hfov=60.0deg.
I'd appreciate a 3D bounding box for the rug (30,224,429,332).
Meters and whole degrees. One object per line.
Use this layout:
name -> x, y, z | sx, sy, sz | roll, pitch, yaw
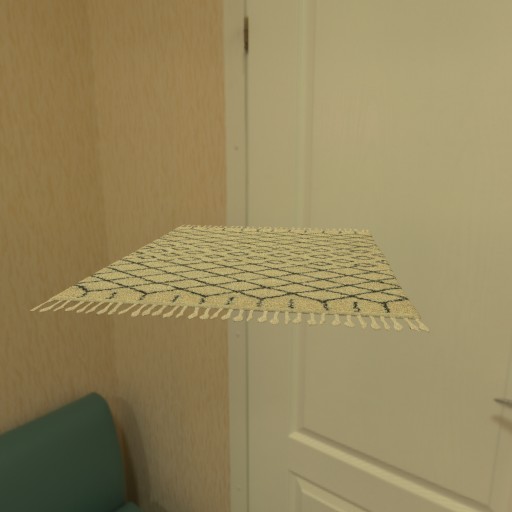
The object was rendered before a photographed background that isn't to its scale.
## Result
rug -> 0.000, 0.000, 4.130 | 2.388, 0.030, 3.213 | 2, 14, 8
